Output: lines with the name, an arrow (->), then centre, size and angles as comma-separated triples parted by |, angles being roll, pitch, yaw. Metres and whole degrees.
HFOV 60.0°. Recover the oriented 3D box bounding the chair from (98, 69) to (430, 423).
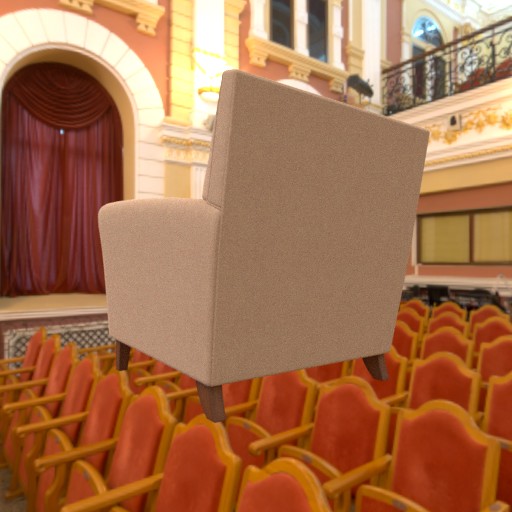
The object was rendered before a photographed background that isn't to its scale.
chair -> 0.000, 0.000, 1.552 | 0.840, 0.846, 0.871 | 1, -1, -37
